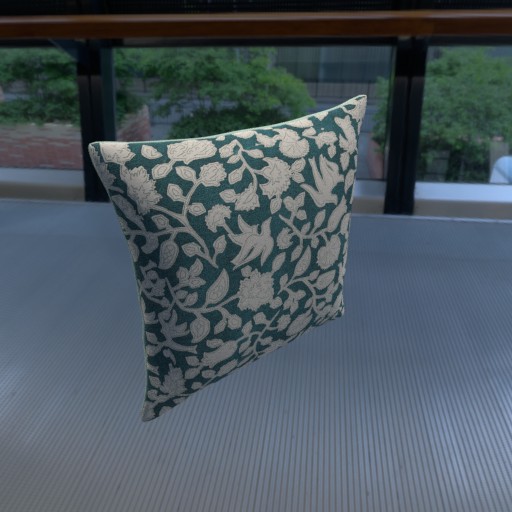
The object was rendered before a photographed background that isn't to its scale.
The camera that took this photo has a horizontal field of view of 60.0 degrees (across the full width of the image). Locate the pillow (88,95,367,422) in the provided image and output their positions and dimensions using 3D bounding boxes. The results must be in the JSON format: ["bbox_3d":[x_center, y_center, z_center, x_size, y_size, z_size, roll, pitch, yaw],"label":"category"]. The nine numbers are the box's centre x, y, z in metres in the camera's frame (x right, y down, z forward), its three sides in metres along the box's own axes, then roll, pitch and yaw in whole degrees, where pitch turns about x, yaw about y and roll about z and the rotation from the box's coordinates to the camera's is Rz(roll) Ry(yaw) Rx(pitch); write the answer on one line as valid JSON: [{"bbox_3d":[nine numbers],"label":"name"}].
[{"bbox_3d":[0.000,0.000,0.815,0.525,0.508,0.166,-21,36,-32],"label":"pillow"}]
